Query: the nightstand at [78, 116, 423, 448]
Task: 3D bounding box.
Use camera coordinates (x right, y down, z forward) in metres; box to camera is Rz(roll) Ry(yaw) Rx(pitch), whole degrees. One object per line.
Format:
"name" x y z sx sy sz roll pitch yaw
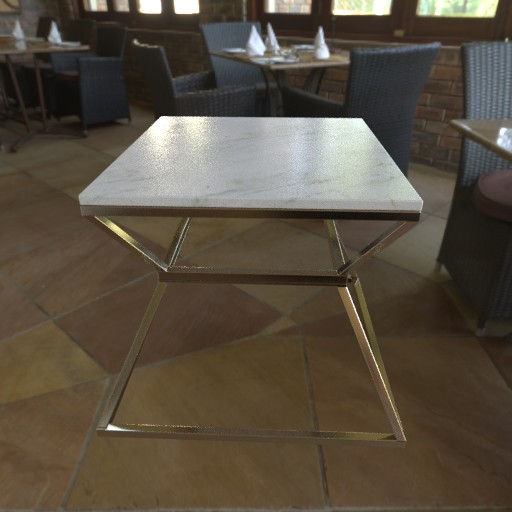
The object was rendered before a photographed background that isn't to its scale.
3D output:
"nightstand" 0.000 0.000 0.859 0.514 0.426 0.513 1 30 2
